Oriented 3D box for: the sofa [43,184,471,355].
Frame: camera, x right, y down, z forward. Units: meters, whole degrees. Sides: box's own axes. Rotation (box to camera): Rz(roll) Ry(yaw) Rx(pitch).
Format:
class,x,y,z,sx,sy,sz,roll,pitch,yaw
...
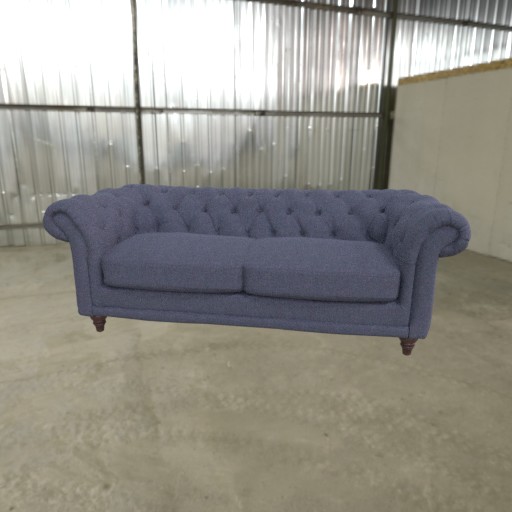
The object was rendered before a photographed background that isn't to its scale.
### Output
class,x,y,z,sx,sy,sz,roll,pitch,yaw
sofa,0.000,0.000,2.896,2.335,0.836,1.046,3,16,9
